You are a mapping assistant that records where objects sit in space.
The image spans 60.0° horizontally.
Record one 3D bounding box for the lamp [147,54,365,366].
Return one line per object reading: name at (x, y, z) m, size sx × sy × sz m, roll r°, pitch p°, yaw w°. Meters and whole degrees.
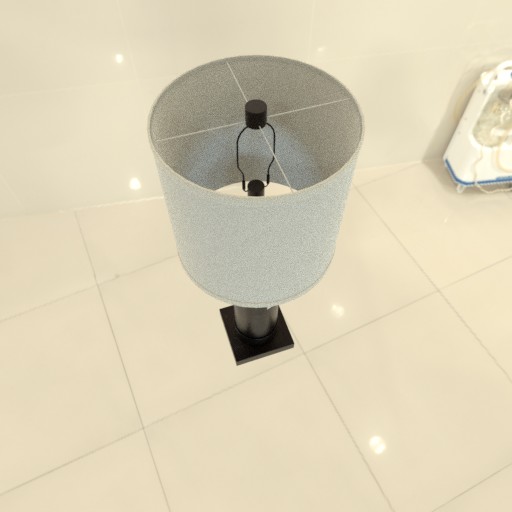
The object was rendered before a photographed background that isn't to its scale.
lamp at (0.000, 0.000, 0.631) m, size 0.211 × 0.509 × 0.211 m, roll -16°, pitch 58°, yaw -10°
